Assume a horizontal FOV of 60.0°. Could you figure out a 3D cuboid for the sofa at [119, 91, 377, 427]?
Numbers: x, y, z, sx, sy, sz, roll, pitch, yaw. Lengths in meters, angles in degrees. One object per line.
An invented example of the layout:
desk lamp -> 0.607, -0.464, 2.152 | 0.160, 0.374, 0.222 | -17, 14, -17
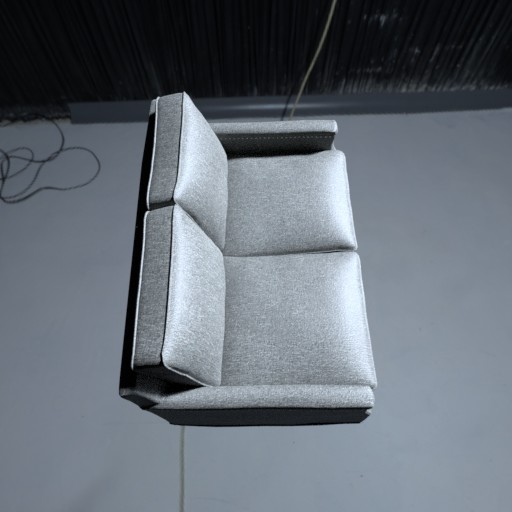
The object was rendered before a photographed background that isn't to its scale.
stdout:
sofa -> 0.000, 0.000, 2.298 | 1.084, 1.003, 1.597 | -1, 63, -1
